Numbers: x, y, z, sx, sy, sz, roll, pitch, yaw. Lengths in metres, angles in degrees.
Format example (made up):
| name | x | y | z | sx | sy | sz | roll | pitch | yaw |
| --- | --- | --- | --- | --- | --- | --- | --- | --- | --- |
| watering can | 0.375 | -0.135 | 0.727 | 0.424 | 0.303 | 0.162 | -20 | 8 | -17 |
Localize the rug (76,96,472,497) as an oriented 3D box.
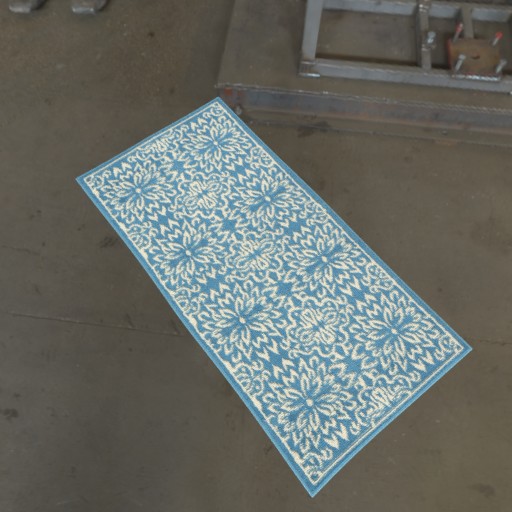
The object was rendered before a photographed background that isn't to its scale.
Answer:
| name | x | y | z | sx | sy | sz | roll | pitch | yaw |
| --- | --- | --- | --- | --- | --- | --- | --- | --- | --- |
| rug | 0.000 | 0.000 | 1.382 | 0.604 | 0.007 | 1.219 | -35 | 69 | -15 |
